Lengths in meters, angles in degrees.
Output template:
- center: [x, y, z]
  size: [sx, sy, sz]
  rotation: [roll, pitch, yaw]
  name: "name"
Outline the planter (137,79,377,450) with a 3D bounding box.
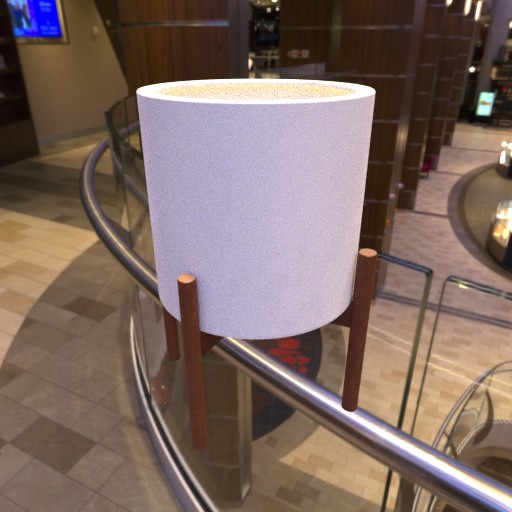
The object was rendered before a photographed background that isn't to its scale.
- center: [0.000, 0.000, 0.941]
  size: [0.417, 0.670, 0.417]
  rotation: [-8, 27, -17]
  name: "planter"
